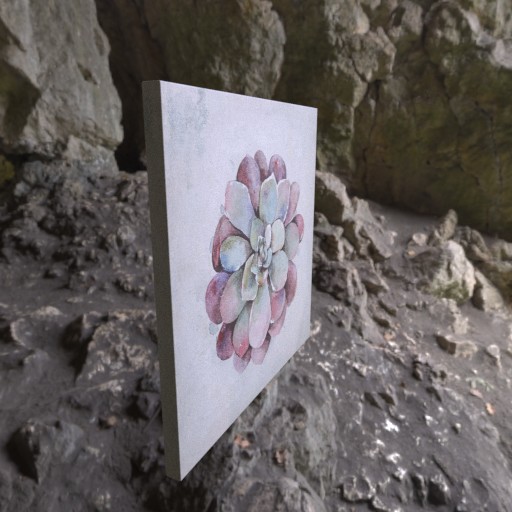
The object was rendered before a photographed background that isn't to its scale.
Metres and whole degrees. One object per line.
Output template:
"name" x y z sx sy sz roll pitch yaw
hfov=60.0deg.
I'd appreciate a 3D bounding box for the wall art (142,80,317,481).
"wall art" 0.000 0.000 1.138 0.041 0.762 0.762 7 17 26
